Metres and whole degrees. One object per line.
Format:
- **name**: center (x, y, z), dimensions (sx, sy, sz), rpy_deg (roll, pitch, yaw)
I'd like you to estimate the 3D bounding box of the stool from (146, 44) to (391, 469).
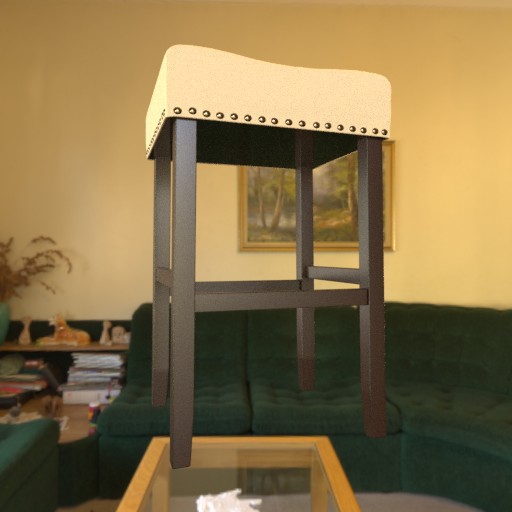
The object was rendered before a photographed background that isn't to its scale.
- **stool**: center (0.000, 0.000, 1.034), dimensions (0.471, 0.762, 0.401), rpy_deg (0, 0, -19)
